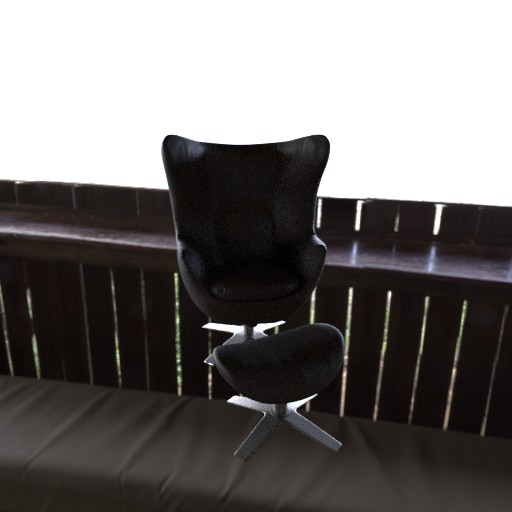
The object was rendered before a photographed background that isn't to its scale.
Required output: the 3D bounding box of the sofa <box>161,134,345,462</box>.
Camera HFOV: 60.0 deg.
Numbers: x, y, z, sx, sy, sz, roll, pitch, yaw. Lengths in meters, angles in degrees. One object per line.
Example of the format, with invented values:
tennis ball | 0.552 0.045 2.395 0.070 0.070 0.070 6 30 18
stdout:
sofa | 0.000 0.000 2.156 0.894 1.135 1.444 -2 16 -8
